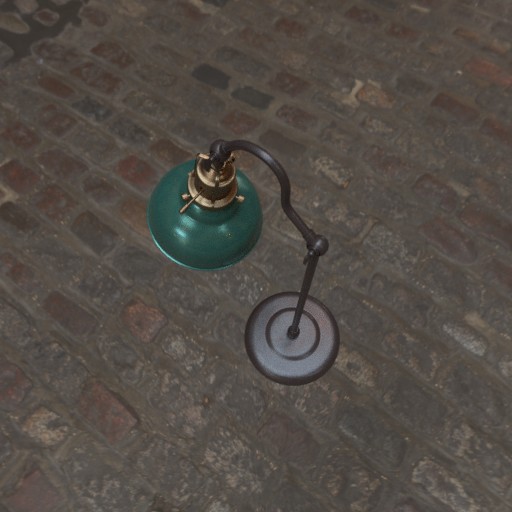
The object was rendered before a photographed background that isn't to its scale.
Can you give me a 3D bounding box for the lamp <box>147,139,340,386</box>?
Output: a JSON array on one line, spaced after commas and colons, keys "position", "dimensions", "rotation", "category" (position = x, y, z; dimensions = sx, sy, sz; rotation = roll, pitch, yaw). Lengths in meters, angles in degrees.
[{"position": [0.000, 0.000, 0.690], "dimensions": [0.374, 0.508, 0.192], "rotation": [34, 68, 16], "category": "lamp"}]
